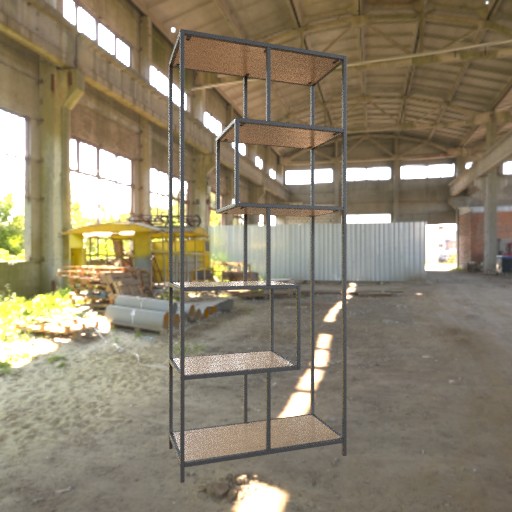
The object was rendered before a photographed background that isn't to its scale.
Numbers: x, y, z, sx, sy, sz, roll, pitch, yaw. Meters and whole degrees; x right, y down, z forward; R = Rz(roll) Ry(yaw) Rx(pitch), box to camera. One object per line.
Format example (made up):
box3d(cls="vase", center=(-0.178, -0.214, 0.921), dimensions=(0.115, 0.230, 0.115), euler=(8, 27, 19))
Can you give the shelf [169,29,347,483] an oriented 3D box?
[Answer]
box3d(cls="shelf", center=(0.000, 0.000, 2.094), dimensions=(0.770, 1.850, 0.350), euler=(0, 0, -19))
